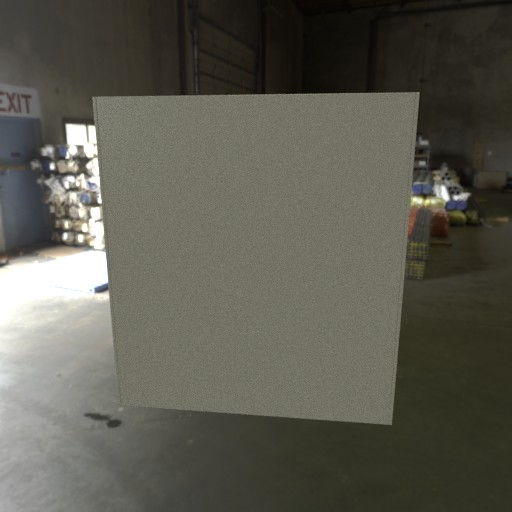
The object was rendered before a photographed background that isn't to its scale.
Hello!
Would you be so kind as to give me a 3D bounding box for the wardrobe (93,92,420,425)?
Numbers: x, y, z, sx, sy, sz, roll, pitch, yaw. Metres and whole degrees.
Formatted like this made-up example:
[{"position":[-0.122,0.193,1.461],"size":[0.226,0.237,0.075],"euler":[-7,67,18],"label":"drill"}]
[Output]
[{"position":[0.000,0.000,2.929],"size":[1.780,1.960,0.629],"euler":[2,14,7],"label":"wardrobe"}]
